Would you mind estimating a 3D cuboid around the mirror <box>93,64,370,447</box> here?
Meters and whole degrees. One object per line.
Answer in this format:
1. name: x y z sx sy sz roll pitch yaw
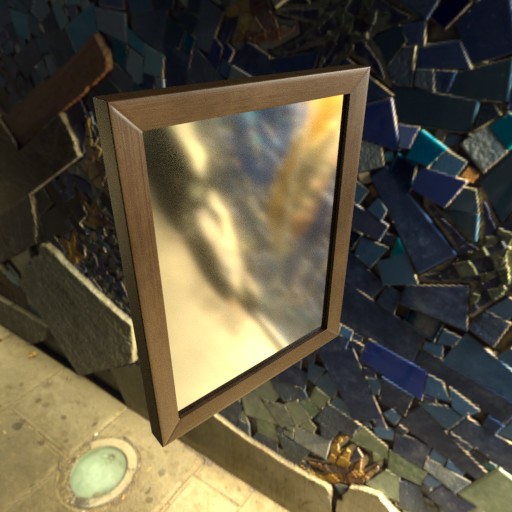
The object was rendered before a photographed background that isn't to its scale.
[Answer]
1. mirror: 0.000 0.000 0.676 0.405 0.508 0.041 -23 37 -34
